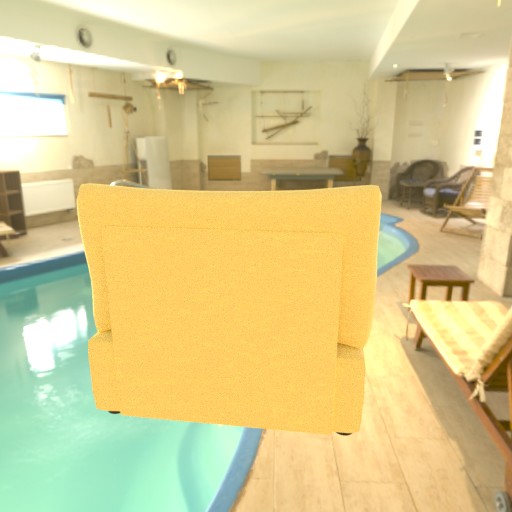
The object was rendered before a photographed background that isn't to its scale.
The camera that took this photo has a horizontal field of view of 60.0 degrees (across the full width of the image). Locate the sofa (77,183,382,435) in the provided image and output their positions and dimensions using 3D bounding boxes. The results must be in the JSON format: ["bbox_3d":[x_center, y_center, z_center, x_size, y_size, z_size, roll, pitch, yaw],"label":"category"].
[{"bbox_3d":[0.000,0.000,2.050,0.930,0.820,1.450,2,16,8],"label":"sofa"}]
